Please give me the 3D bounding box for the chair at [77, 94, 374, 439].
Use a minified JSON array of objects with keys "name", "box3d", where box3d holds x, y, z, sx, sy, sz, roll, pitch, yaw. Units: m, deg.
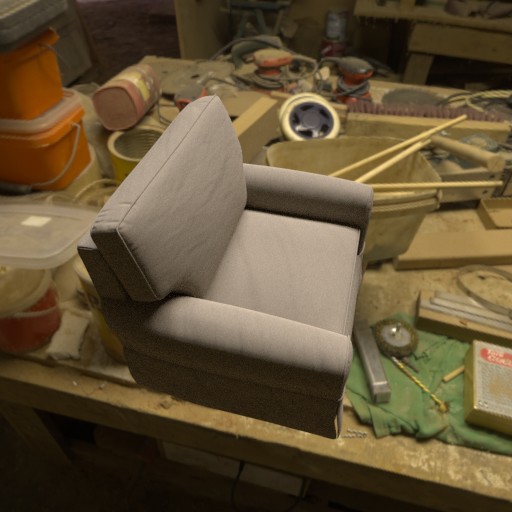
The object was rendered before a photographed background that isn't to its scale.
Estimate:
[{"name":"chair","box3d":[0.000,0.000,1.934,0.988,1.017,1.135,11,46,11]}]
